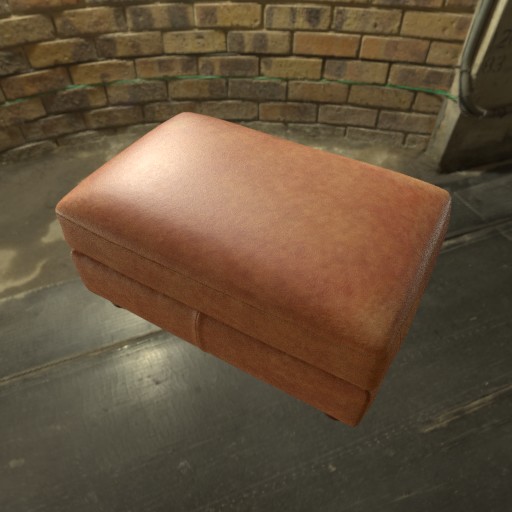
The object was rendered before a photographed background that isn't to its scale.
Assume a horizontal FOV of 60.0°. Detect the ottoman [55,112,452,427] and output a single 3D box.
[{"bbox_3d":[0.000,0.000,1.201,0.852,0.507,0.565,22,50,20],"label":"ottoman"}]
